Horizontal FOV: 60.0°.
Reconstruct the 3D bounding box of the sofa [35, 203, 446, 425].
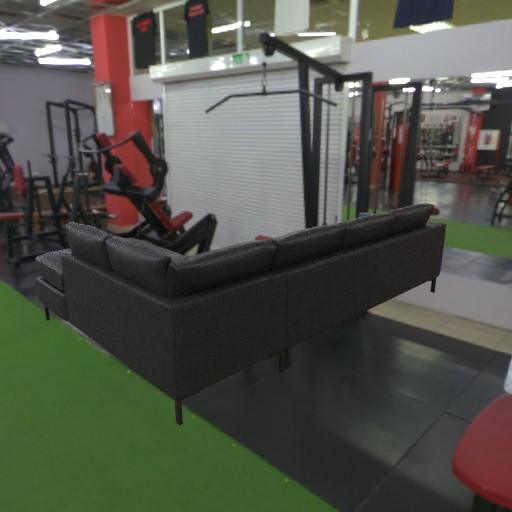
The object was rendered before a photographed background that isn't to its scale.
[{"bbox_3d":[0.000,0.000,3.786,2.984,0.877,1.938,-14,21,-42],"label":"sofa"}]
